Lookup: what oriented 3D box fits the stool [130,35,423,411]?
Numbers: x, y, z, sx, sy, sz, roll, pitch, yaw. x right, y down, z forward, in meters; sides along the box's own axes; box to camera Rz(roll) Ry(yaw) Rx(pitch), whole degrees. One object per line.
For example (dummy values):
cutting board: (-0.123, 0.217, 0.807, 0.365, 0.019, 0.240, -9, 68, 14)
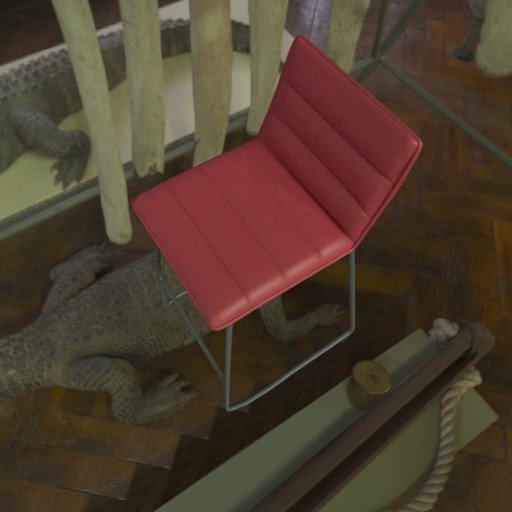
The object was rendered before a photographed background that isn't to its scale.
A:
stool: (0.000, 0.000, 1.211, 0.524, 0.937, 0.489, -30, 65, -16)
